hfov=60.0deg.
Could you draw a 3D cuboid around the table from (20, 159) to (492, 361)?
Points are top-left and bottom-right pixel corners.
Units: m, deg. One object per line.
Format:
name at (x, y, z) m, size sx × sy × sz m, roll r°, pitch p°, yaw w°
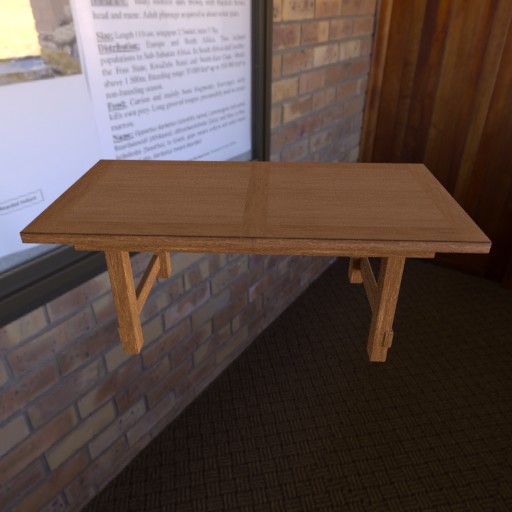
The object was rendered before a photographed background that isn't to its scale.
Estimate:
table at (0.000, 0.000, 2.475) m, size 1.982 × 0.762 × 1.000 m, roll 1°, pitch 30°, yaw 2°
